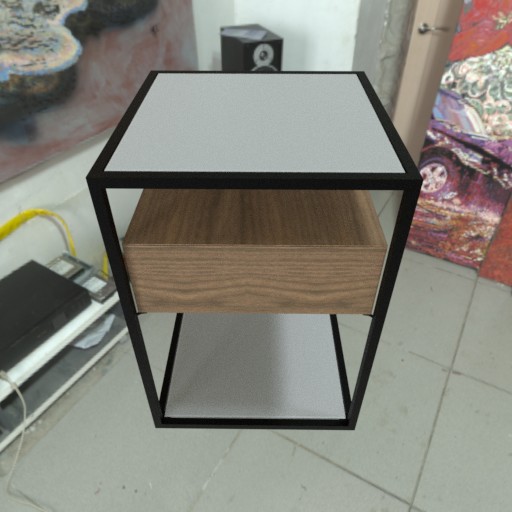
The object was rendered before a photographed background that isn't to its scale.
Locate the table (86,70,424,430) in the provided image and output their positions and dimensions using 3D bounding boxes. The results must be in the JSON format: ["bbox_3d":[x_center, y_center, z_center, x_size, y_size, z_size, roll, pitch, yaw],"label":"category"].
[{"bbox_3d":[0.000,0.000,0.812,0.378,0.540,0.378,0,40,1],"label":"table"}]
